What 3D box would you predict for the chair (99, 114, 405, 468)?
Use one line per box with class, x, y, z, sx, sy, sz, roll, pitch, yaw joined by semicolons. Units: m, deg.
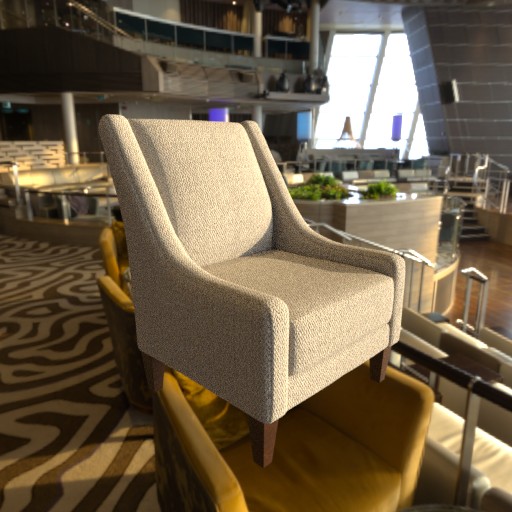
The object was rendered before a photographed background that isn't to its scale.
chair;0.000;0.000;1.661;0.870;1.014;0.774;14;20;43
